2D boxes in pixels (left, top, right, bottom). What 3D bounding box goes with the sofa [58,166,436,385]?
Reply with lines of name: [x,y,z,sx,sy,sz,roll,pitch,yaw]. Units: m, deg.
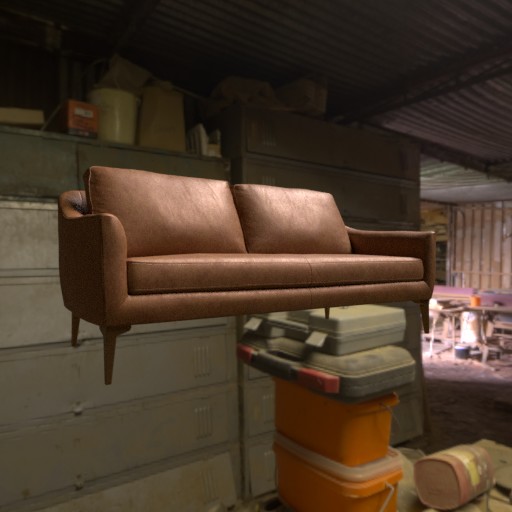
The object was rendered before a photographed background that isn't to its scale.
sofa: [0.000,0.000,2.532,2.036,0.945,0.981,0,0,-34]
